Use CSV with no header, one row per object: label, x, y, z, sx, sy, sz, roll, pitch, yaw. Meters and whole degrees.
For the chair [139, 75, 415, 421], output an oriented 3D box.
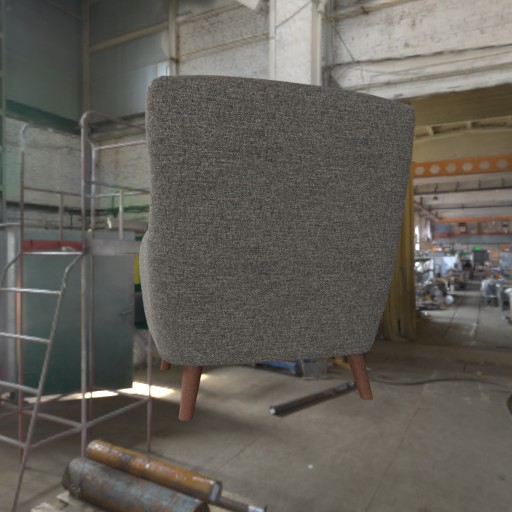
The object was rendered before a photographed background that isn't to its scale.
chair,0.000,0.000,1.748,0.889,1.039,0.940,0,0,-17
